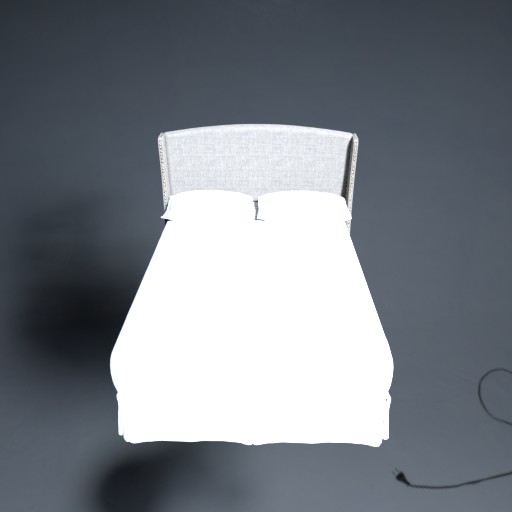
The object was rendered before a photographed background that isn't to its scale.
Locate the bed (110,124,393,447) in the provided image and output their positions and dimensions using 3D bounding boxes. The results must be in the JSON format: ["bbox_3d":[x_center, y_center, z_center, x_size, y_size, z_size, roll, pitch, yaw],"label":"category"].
[{"bbox_3d":[0.000,0.000,3.292,1.710,1.407,2.237,0,31,1],"label":"bed"}]
